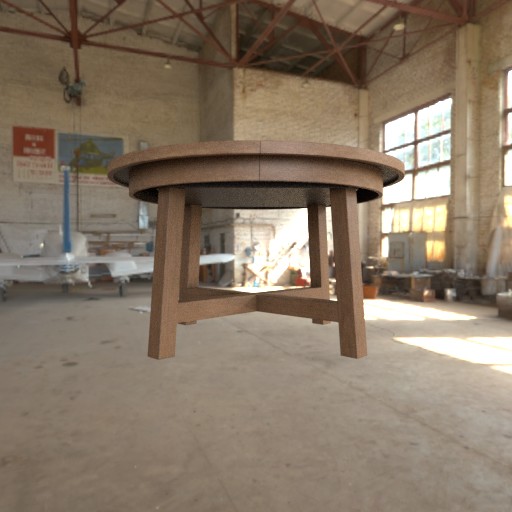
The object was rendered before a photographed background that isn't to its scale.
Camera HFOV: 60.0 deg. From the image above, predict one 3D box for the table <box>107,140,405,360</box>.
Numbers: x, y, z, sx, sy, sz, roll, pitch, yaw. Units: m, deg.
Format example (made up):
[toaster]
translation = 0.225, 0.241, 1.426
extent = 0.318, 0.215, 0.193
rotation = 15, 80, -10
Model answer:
[table]
translation = 0.000, 0.000, 2.080
extent = 1.319, 0.762, 1.319
rotation = 0, 1, 0
